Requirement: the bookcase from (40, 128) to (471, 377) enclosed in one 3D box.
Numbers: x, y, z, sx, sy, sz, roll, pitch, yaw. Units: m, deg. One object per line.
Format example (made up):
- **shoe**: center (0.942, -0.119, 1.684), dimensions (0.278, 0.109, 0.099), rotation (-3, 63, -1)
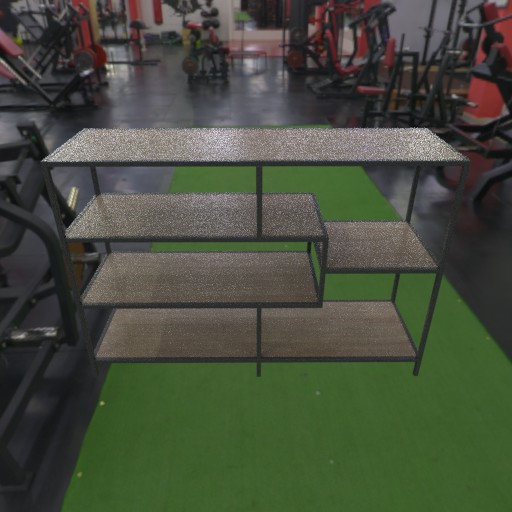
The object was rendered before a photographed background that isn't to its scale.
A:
- **bookcase**: center (0.000, 0.000, 1.517), dimensions (1.140, 0.780, 0.350), rotation (0, 30, 0)
